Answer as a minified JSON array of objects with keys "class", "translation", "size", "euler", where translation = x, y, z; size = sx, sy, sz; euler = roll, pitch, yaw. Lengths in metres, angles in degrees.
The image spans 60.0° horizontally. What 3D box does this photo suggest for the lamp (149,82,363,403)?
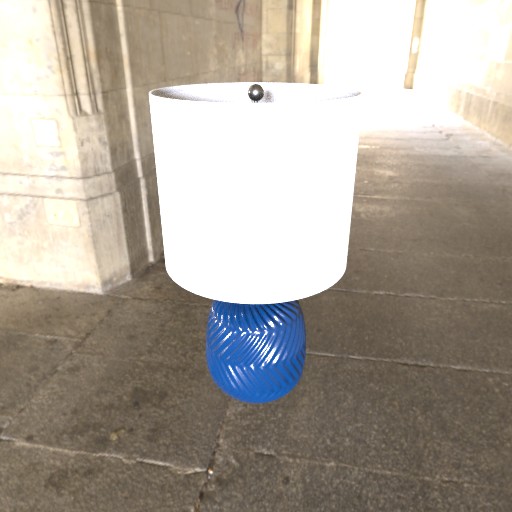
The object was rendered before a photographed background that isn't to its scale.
[{"class":"lamp","translation":[0.000,0.000,0.507],"size":[0.203,0.368,0.203],"euler":[-17,30,-31]}]
